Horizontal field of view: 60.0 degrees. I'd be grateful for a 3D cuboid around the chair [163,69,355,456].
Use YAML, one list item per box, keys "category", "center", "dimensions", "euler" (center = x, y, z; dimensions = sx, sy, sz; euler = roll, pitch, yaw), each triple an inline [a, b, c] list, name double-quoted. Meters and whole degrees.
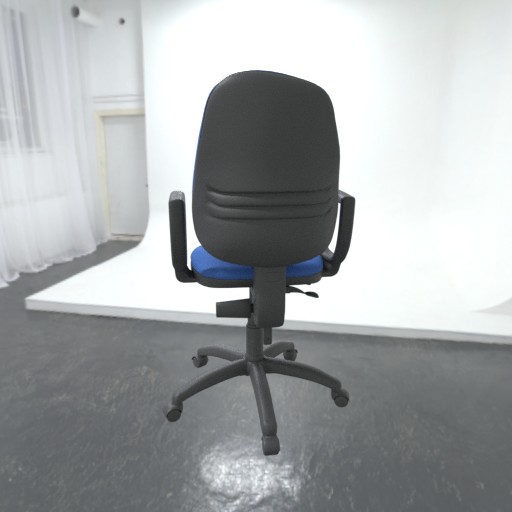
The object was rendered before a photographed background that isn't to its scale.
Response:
- category: "chair"
  center: [0.000, 0.000, 1.248]
  dimensions: [0.552, 0.905, 0.549]
  euler: [-2, 14, -8]
